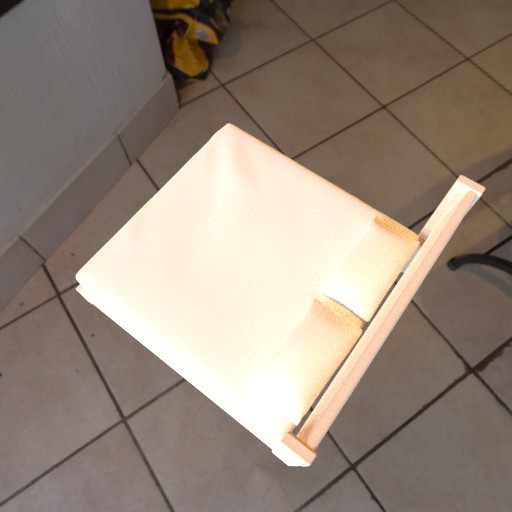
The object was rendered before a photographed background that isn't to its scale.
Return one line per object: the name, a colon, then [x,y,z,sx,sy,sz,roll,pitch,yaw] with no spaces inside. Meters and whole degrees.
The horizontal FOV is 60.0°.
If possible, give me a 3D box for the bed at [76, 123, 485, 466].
bed: [0.000,0.000,3.587,2.293,1.471,2.145,34,69,15]
